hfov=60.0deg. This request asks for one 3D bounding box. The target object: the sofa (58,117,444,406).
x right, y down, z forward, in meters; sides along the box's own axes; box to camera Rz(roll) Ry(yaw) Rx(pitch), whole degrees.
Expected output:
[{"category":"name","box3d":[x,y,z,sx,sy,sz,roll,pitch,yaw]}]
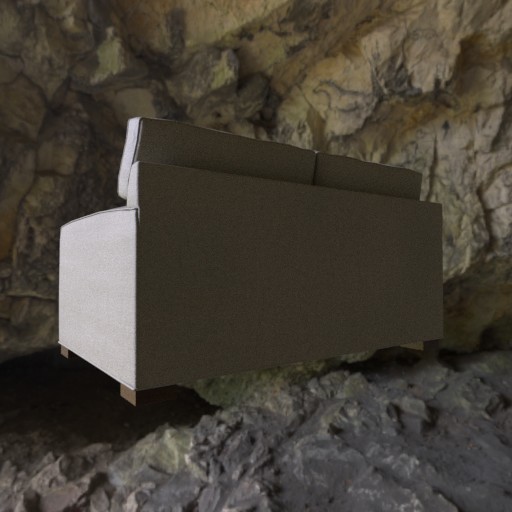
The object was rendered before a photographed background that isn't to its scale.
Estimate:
[{"category":"sofa","box3d":[0.000,0.000,2.010,1.484,0.853,0.940,1,-1,-36]}]
